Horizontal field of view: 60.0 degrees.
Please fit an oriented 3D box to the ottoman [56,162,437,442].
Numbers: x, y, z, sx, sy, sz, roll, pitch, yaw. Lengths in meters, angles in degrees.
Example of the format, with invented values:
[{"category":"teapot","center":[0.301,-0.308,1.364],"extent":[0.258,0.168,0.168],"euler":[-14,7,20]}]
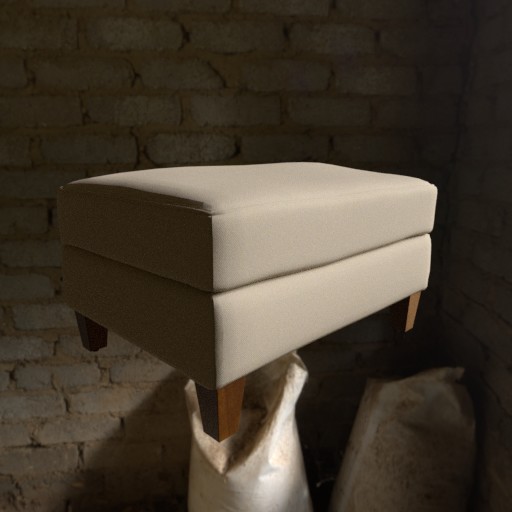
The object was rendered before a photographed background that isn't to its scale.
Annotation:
[{"category":"ottoman","center":[0.000,0.000,1.187],"extent":[0.634,0.485,0.818],"euler":[13,19,43]}]
